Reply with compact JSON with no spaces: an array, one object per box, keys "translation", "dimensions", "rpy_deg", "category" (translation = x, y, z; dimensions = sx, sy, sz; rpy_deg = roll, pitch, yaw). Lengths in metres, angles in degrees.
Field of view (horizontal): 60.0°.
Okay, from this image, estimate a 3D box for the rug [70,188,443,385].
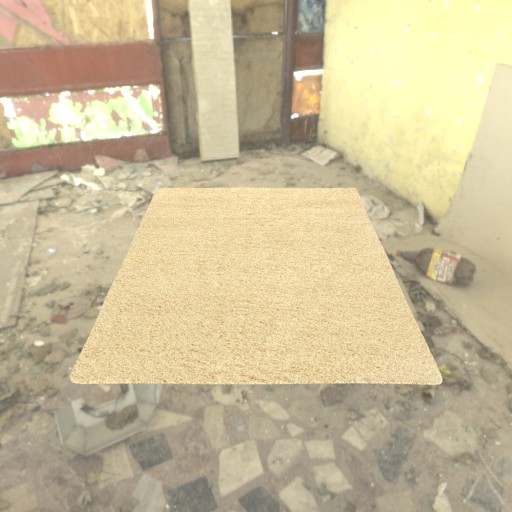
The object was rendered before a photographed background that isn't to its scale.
[{"translation":[0.000,0.000,4.078],"dimensions":[2.401,0.025,3.001],"rpy_deg":[0,33,0],"category":"rug"}]
